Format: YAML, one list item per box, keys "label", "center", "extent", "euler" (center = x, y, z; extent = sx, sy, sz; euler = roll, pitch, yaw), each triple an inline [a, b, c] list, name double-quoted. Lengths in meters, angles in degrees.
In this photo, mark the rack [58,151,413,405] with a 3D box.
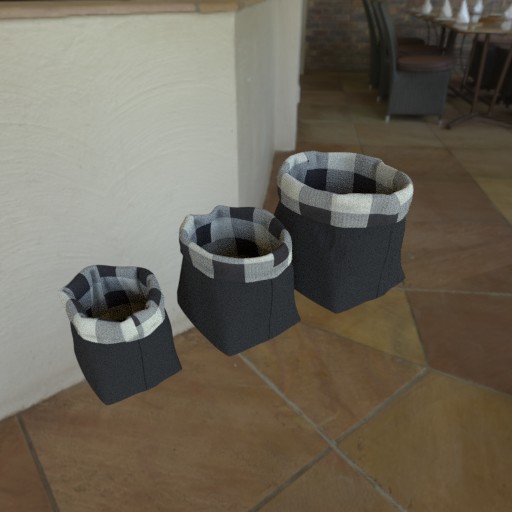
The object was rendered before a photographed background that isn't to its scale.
- label: "rack"
  center: [0.000, 0.000, 1.087]
  extent: [0.889, 0.329, 0.370]
  euler: [-20, 37, -29]
